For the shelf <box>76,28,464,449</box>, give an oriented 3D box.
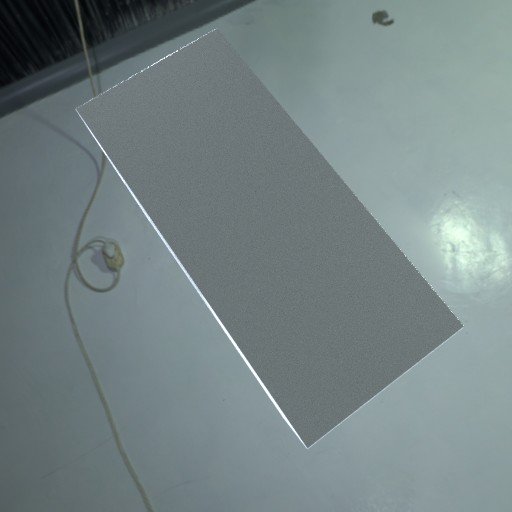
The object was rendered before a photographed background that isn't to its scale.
[{"bbox_3d":[0.000,0.000,1.313,0.396,0.732,0.895,-34,77,-9],"label":"shelf"}]
